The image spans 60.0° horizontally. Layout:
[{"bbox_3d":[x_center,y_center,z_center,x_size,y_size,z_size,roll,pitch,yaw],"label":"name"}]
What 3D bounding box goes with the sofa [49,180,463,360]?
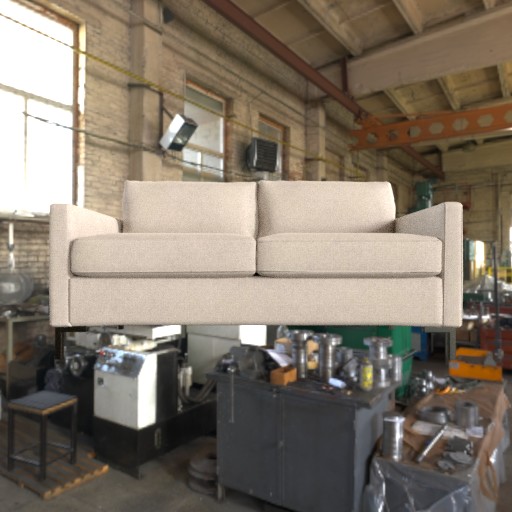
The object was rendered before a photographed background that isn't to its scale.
[{"bbox_3d":[0.000,0.000,2.167,1.682,0.840,0.875,0,-1,0],"label":"sofa"}]
